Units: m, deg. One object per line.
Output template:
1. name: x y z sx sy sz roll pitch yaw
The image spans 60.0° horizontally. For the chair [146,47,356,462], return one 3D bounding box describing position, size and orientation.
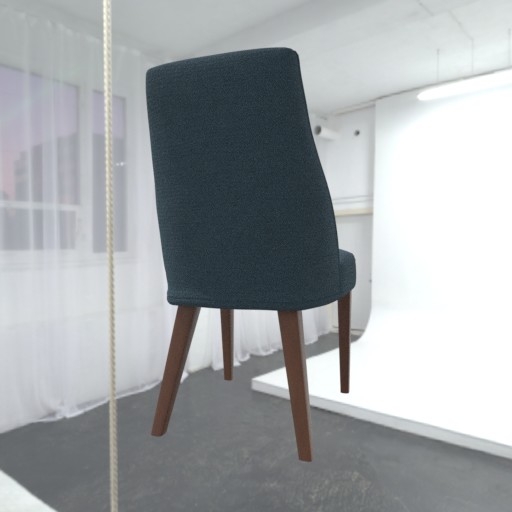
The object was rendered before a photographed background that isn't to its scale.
1. chair: 0.000 0.000 1.275 0.500 0.930 0.620 0 1 20
